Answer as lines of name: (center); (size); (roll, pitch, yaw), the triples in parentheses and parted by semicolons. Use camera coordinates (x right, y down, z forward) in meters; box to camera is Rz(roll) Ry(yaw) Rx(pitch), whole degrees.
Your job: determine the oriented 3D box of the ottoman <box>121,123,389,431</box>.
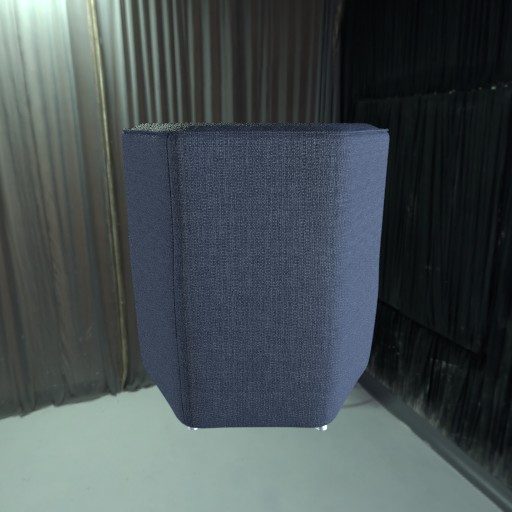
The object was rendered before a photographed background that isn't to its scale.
ottoman: (0.000, 0.000, 0.879); (0.454, 0.505, 0.492); (-8, 19, -25)
